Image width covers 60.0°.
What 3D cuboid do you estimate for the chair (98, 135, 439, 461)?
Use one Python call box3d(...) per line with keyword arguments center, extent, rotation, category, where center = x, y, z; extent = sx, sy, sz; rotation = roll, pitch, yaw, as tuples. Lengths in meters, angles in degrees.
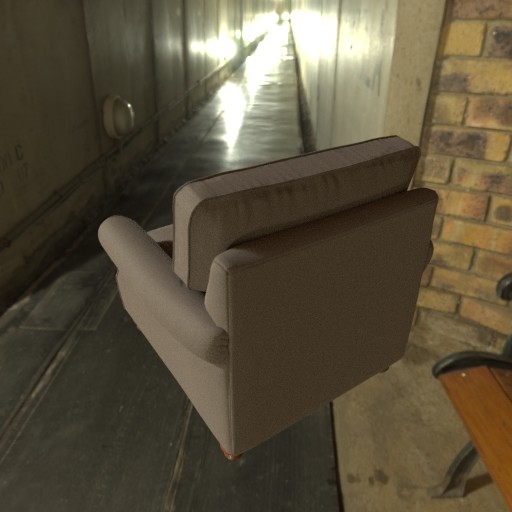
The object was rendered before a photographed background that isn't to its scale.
box3d(center=(0.000, 0.000, 1.741), extent=(1.029, 0.967, 0.966), rotation=(-19, 35, -29), category="chair")
